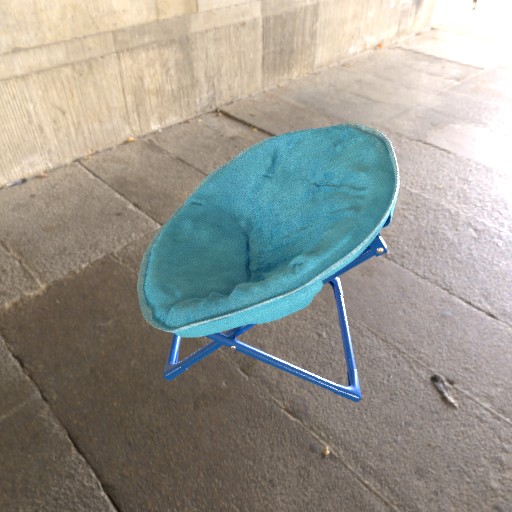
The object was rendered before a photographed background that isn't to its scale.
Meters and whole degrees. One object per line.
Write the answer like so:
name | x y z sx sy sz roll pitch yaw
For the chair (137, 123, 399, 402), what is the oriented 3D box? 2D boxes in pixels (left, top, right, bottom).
chair | 0.000 0.000 0.891 0.465 0.478 0.520 1 40 1
